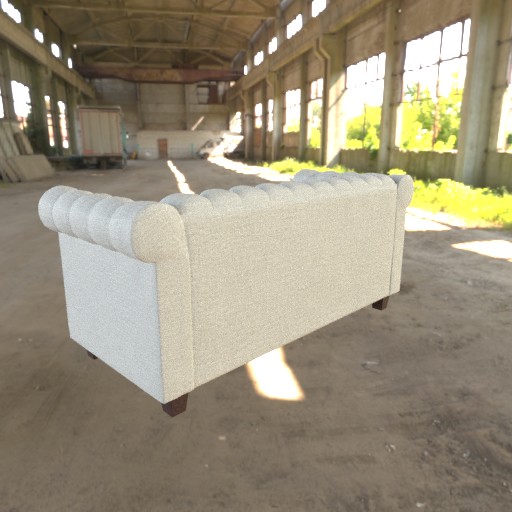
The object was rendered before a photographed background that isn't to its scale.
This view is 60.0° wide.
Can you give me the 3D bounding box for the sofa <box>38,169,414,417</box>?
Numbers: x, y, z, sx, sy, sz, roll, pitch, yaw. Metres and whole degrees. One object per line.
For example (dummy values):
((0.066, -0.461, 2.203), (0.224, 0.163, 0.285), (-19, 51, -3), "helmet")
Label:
((0.000, 0.000, 2.248), (0.783, 0.797, 1.798), (14, 20, 43), "sofa")
